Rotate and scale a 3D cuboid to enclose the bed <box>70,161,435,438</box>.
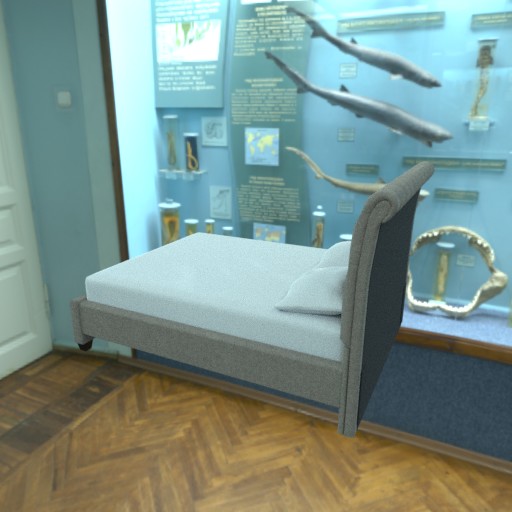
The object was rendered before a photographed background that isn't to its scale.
[{"bbox_3d":[0.000,0.000,3.373,2.252,1.371,1.645,9,19,25],"label":"bed"}]
